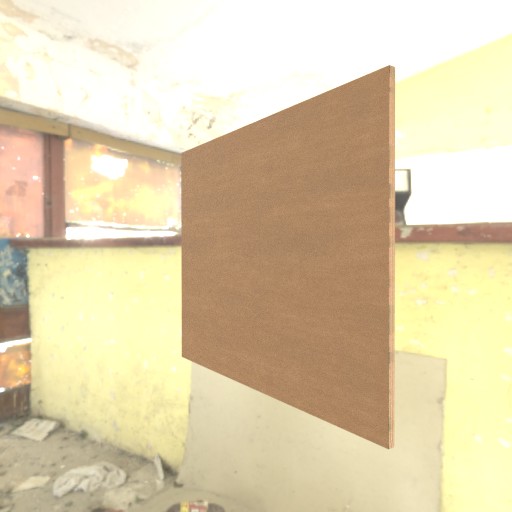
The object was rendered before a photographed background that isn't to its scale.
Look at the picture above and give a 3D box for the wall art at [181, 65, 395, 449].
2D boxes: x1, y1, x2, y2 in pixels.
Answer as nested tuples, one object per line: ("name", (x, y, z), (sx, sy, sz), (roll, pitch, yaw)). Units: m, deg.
("wall art", (0.000, 0.000, 0.681), (0.010, 0.408, 0.508), (0, 1, -35))
